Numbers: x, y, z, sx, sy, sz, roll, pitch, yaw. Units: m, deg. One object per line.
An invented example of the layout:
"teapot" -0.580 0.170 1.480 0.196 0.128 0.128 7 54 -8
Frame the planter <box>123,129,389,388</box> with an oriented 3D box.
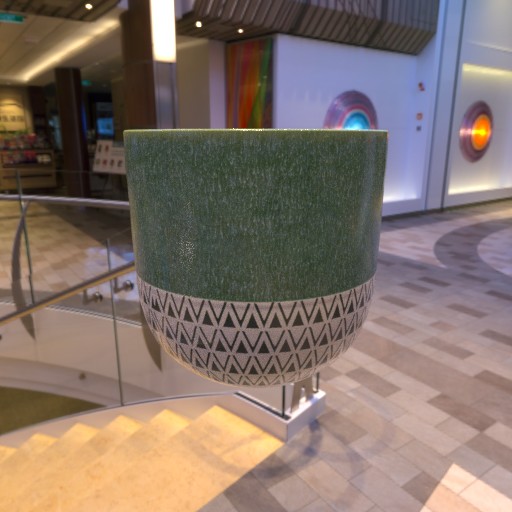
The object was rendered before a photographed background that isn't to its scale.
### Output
"planter" 0.000 0.000 0.496 0.266 0.270 0.266 0 15 0
